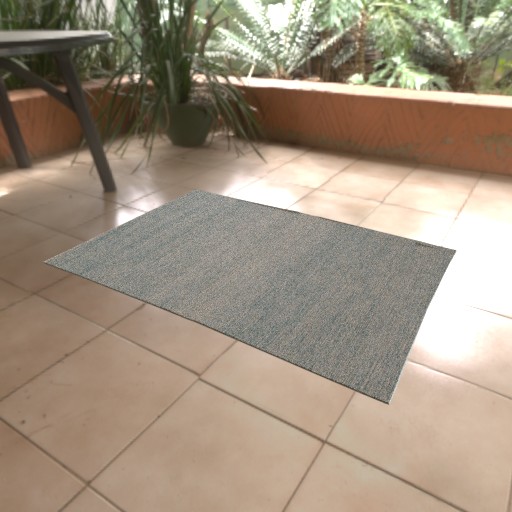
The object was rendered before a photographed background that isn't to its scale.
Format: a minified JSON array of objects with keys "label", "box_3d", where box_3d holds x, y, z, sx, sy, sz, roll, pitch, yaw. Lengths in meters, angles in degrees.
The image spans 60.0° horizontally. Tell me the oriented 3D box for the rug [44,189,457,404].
[{"label":"rug","box_3d":[0.000,0.000,2.988,2.306,0.030,1.613,17,33,27]}]
